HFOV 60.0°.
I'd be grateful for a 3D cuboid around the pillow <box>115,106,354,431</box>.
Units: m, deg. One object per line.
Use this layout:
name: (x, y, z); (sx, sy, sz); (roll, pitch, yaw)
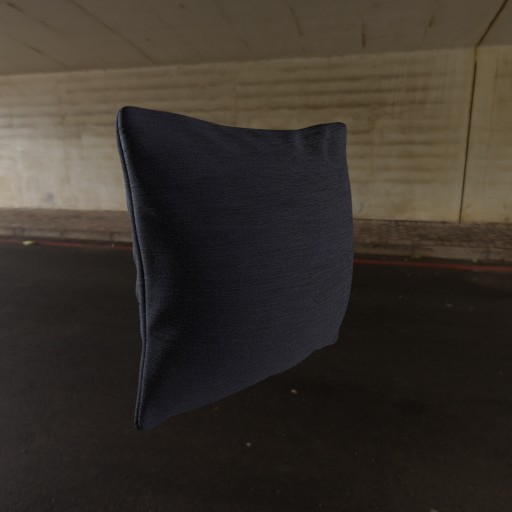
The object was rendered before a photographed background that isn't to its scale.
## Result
pillow: (0.000, 0.000, 0.683); (0.432, 0.414, 0.246); (-12, 18, -42)
